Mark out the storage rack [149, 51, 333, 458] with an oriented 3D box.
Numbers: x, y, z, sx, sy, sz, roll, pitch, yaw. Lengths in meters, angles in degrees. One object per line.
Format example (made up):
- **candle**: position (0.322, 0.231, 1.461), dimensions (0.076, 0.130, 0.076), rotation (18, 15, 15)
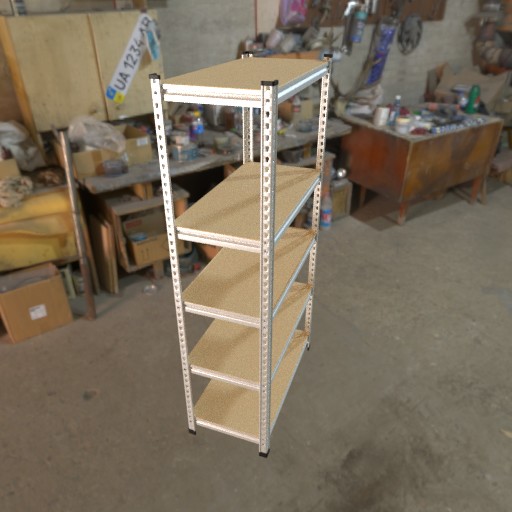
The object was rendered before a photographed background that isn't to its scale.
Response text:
- **storage rack**: position (0.000, 0.000, 2.274), dimensions (0.457, 1.829, 0.914), rotation (10, 31, 17)
